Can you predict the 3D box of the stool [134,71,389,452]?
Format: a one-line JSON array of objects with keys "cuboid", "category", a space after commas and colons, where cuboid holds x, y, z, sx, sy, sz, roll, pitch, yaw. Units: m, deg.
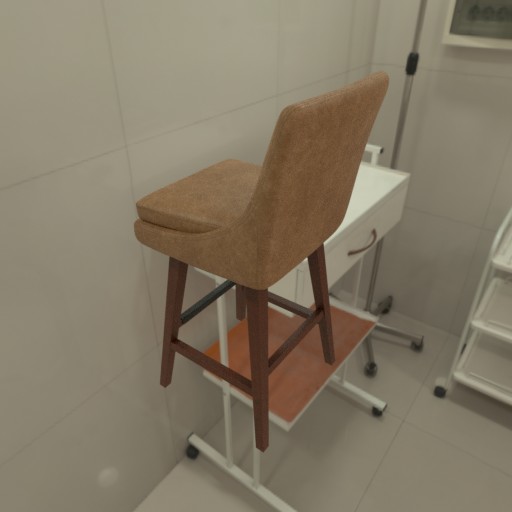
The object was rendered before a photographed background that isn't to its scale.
[{"cuboid": [0.000, 0.000, 1.385, 0.572, 1.079, 0.487, 22, 39, 30], "category": "stool"}]
